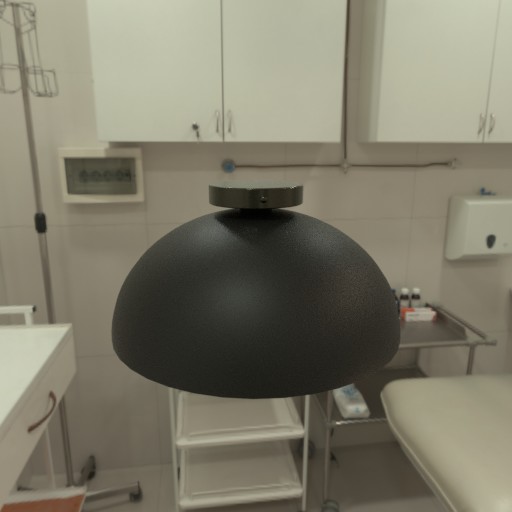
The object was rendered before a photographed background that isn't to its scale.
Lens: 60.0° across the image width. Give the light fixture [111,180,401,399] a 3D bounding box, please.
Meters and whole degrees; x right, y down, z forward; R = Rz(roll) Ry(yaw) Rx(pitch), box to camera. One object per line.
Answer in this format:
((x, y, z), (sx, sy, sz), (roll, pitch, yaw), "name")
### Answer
((0.000, 0.000, 0.550), (0.355, 0.177, 0.355), (0, 14, 0), "light fixture")
